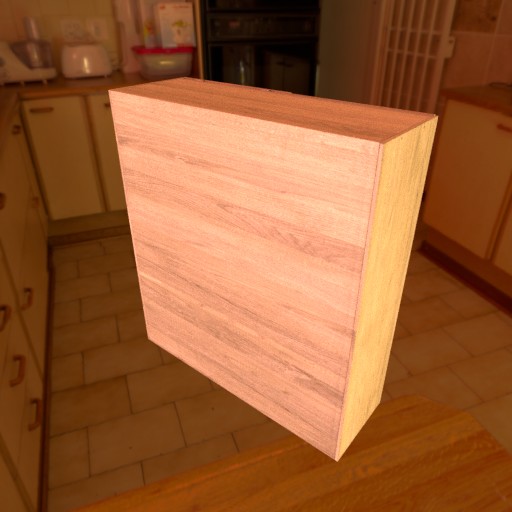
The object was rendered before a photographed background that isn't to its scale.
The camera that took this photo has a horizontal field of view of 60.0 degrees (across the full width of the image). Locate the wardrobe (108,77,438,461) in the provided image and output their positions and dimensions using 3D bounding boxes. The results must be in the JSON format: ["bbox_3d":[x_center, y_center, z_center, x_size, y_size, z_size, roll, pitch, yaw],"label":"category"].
[{"bbox_3d":[0.000,0.000,2.892,1.780,1.960,0.629,22,37,33],"label":"wardrobe"}]
